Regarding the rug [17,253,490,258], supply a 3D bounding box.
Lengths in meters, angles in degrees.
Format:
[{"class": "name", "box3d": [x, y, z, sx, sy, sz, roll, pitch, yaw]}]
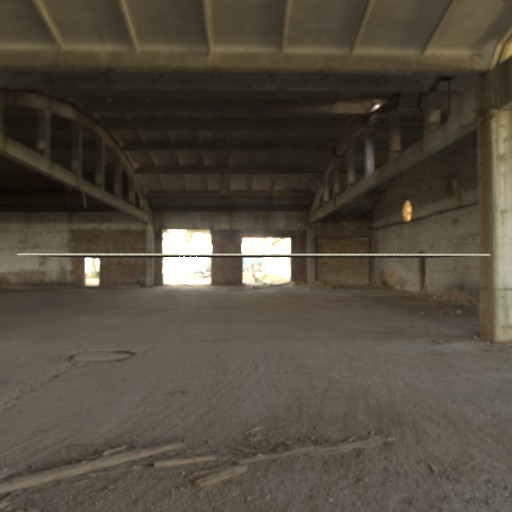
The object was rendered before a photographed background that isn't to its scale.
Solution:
[{"class": "rug", "box3d": [0.000, 0.000, 2.647, 2.435, 0.009, 0.750, 0, -1, -3]}]
